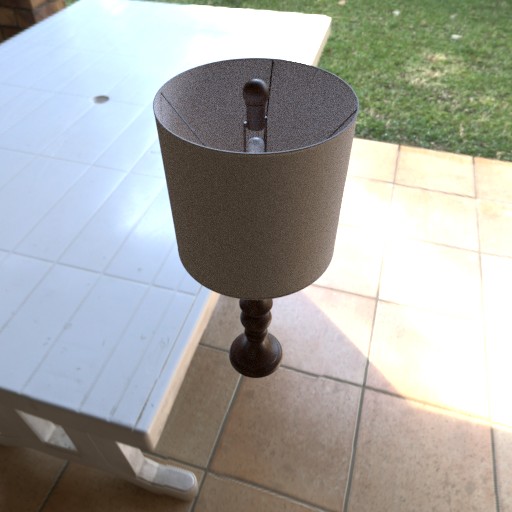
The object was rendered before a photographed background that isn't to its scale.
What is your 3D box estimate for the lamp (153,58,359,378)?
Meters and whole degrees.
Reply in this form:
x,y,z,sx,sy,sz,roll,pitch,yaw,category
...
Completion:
x,y,z,sx,sy,sz,roll,pitch,yaw,category
0.000,0.000,0.741,0.250,0.597,0.250,8,46,8,lamp
